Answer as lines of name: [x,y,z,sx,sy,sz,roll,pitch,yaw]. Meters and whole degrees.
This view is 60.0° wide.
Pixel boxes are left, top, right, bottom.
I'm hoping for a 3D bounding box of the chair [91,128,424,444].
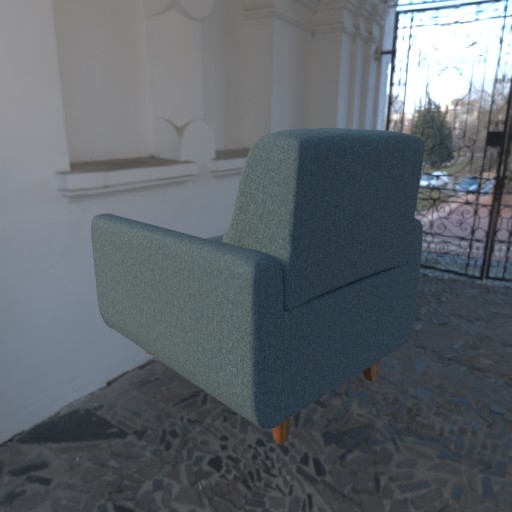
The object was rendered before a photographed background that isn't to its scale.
chair: [0.000,0.000,1.700,0.880,0.940,0.964,-14,21,-42]
